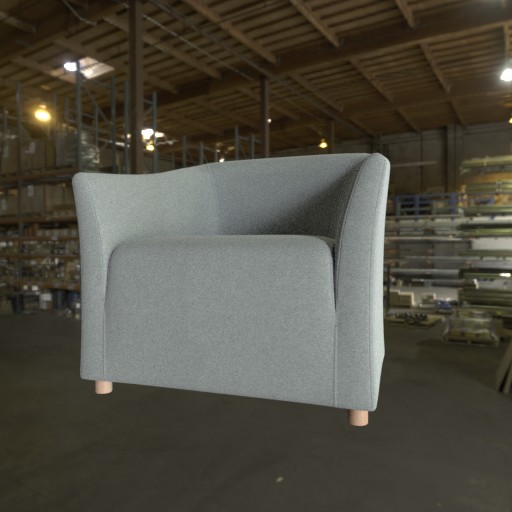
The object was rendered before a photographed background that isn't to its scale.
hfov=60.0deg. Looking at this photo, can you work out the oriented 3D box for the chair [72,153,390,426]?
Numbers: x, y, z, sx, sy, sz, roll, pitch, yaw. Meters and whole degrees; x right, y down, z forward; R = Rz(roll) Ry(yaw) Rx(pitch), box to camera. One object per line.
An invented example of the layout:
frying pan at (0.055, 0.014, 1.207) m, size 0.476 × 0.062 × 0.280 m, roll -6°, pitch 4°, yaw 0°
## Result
chair at (0.000, 0.000, 1.351) m, size 0.790 × 0.720 × 0.700 m, roll 0°, pitch 1°, yaw 19°
